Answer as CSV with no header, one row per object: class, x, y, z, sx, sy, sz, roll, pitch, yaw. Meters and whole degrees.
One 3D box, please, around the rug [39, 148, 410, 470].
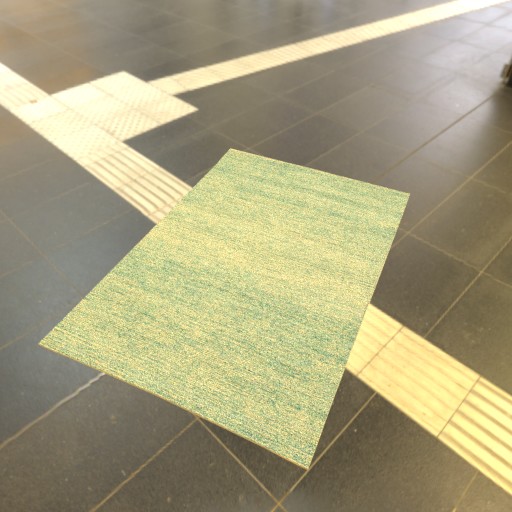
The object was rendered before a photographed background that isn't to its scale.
rug,0.000,0.000,2.965,1.593,0.029,2.305,18,47,18
